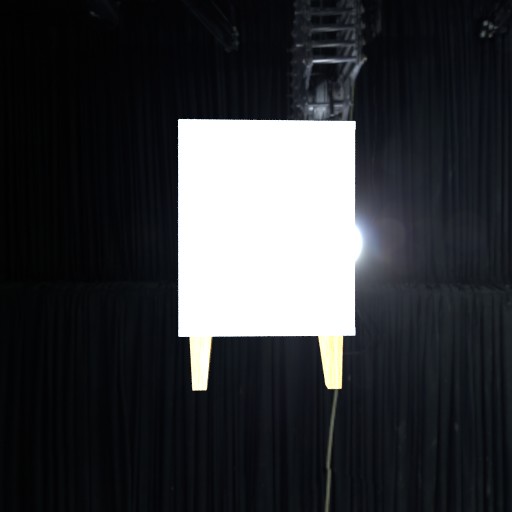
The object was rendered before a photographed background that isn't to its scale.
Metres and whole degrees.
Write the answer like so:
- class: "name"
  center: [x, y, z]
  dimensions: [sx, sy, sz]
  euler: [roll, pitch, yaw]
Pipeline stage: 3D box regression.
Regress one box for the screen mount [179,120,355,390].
- class: "screen mount"
  center: [0.000, 0.000, 1.747]
  dimensions: [0.400, 0.619, 1.490]
  euler: [0, 0, -2]
